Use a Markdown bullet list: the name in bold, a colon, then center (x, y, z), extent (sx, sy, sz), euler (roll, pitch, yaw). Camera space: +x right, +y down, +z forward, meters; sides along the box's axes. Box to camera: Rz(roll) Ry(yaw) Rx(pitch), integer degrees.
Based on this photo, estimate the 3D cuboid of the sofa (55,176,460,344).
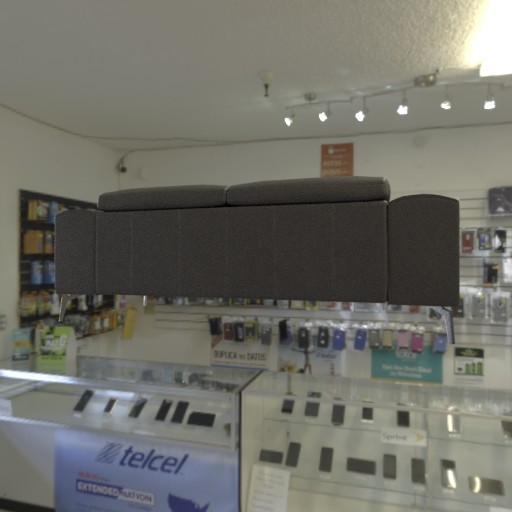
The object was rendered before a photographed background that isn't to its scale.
- **sofa**: center (0.000, 0.000, 2.858), extent (2.330, 0.814, 1.048), euler (0, 0, 19)
